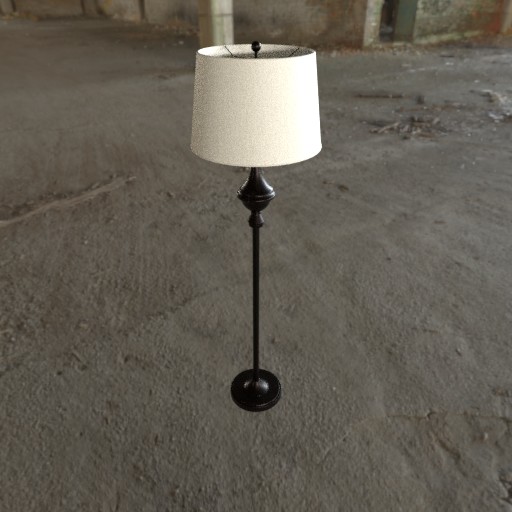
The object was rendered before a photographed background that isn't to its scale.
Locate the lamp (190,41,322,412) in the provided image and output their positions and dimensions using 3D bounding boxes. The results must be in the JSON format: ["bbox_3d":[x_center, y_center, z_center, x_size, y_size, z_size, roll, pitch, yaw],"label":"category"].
[{"bbox_3d":[0.000,0.000,1.692,0.431,1.484,0.431,0,31,0],"label":"lamp"}]
